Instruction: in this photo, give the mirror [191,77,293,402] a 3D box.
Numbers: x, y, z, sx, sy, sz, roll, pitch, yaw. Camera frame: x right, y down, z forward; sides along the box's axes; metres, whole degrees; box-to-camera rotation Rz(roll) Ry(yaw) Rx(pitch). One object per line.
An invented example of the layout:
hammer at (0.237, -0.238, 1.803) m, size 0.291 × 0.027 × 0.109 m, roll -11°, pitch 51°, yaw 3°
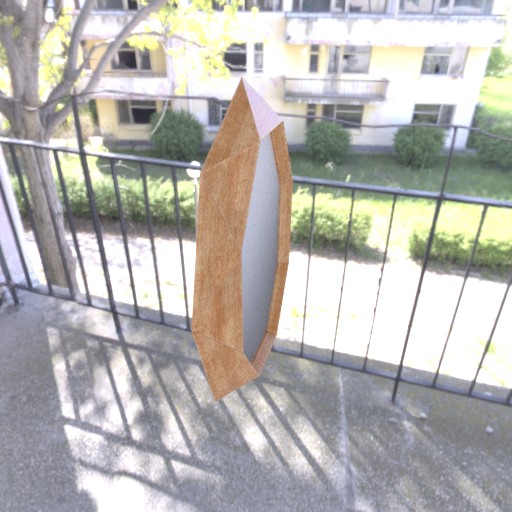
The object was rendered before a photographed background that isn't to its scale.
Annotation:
mirror at (0.000, 0.000, 1.026) m, size 0.070 × 0.774 × 0.577 m, roll 9°, pitch 31°, yaw 16°
